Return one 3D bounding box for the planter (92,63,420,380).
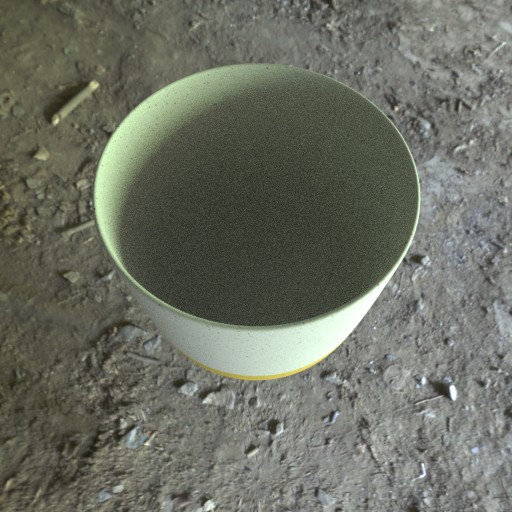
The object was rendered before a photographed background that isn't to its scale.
[{"bbox_3d":[0.000,0.000,0.360,0.195,0.214,0.195,0,63,0],"label":"planter"}]
